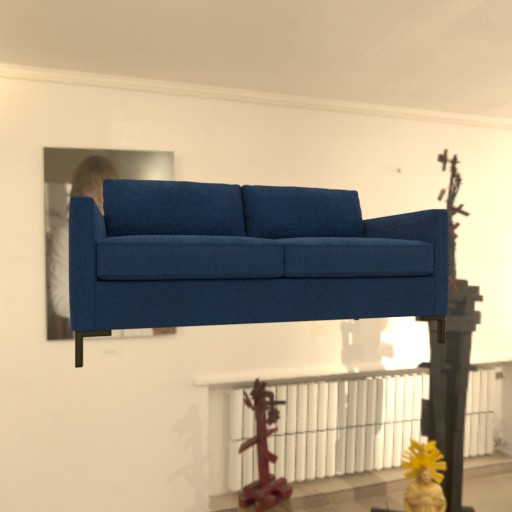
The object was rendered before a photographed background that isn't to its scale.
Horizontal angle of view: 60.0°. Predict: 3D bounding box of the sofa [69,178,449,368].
[{"bbox_3d":[0.000,0.000,2.224,1.676,0.817,0.875,0,0,-16],"label":"sofa"}]
